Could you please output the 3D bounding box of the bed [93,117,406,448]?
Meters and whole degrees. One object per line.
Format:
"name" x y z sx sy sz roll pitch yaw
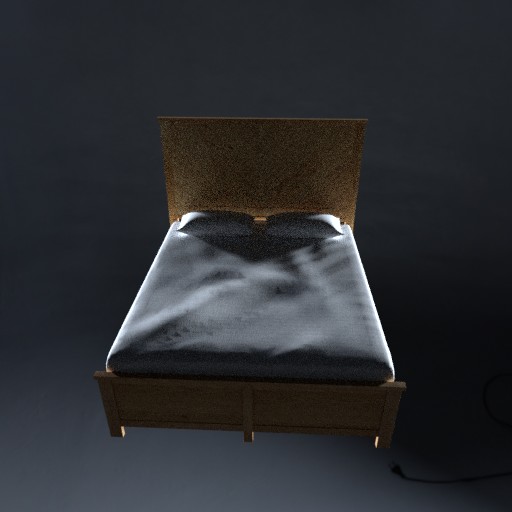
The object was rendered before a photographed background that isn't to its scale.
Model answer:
"bed" 0.000 0.000 3.558 1.936 1.686 2.201 1 30 2
